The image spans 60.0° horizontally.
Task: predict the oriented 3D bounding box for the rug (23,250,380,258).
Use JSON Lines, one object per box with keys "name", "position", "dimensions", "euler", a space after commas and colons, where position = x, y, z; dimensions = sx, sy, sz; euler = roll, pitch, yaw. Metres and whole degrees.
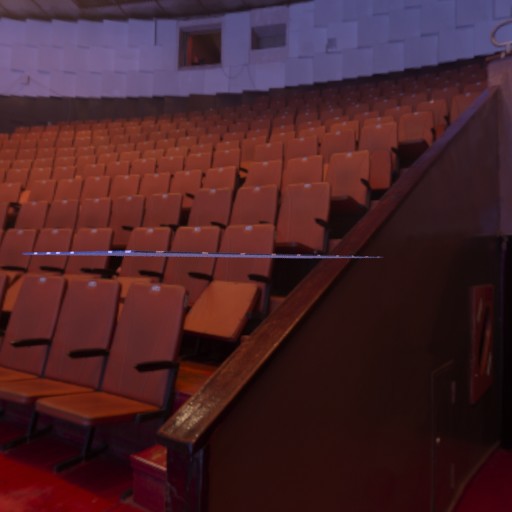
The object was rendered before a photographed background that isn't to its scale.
{"name": "rug", "position": [0.000, 0.000, 2.529], "dimensions": [0.685, 0.006, 2.296], "euler": [0, -1, 35]}
